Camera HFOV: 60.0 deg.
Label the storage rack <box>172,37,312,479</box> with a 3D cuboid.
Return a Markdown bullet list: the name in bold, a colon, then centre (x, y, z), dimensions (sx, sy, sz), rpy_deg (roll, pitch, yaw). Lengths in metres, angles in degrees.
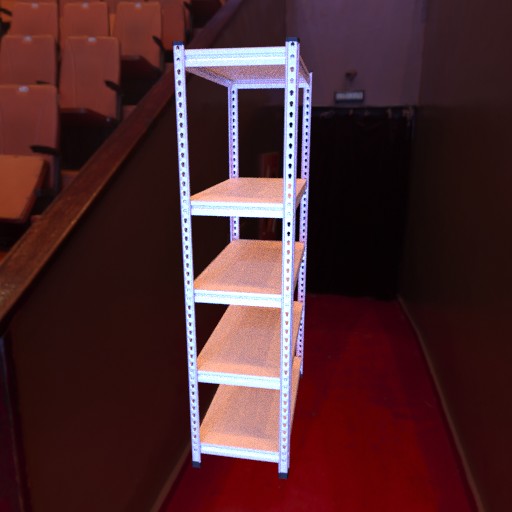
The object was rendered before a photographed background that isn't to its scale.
- **storage rack**: centre (0.000, 0.000, 2.230), dimensions (0.457, 1.829, 0.914), rpy_deg (3, 16, 10)
